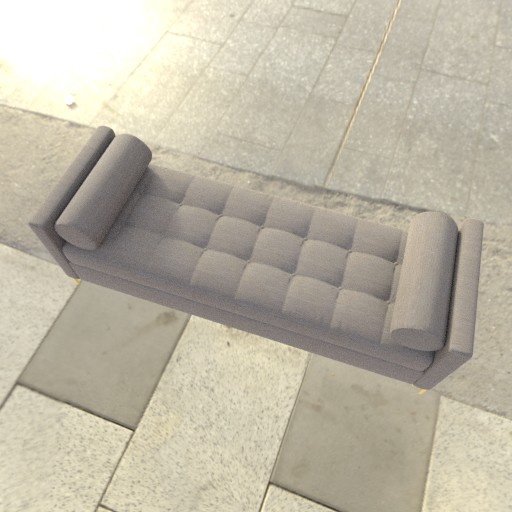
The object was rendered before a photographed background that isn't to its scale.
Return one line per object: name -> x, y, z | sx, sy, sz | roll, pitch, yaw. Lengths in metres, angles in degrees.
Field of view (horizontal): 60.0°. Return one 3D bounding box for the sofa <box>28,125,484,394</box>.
sofa -> 0.000, 0.000, 2.277 | 1.981, 0.635, 0.686 | 16, 60, 9
